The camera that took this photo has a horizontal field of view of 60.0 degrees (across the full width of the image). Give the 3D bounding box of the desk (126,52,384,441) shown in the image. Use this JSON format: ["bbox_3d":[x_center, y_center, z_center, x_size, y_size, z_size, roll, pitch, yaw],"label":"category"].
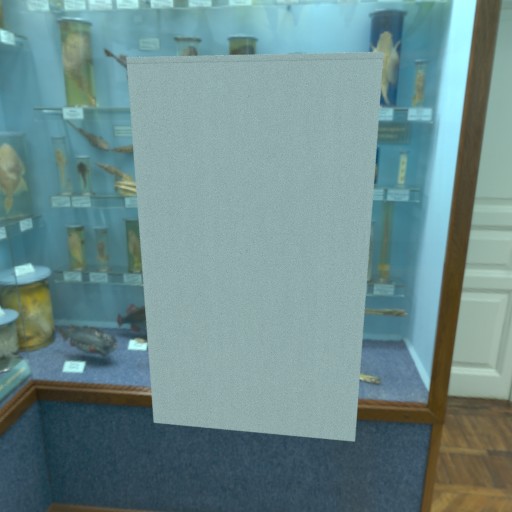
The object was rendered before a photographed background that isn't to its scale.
[{"bbox_3d":[0.000,0.000,1.575,0.750,1.280,0.250,2,16,8],"label":"desk"}]
